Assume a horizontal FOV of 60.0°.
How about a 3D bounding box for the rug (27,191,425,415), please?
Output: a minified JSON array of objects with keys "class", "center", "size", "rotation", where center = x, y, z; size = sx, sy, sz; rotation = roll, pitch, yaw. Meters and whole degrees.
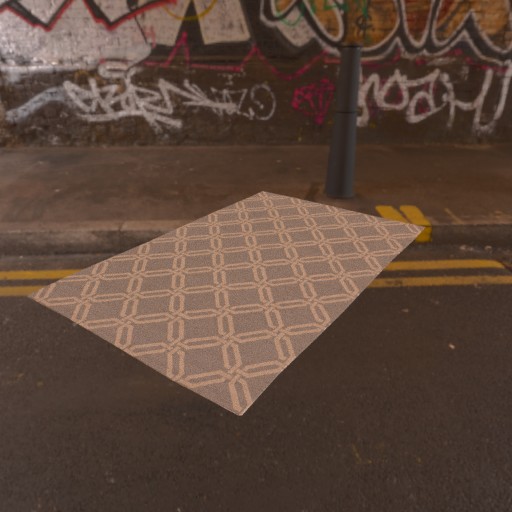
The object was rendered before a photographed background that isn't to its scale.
[{"class":"rug","center":[0.000,0.000,2.208],"size":[1.148,0.010,1.754],"rotation":[18,31,32]}]
